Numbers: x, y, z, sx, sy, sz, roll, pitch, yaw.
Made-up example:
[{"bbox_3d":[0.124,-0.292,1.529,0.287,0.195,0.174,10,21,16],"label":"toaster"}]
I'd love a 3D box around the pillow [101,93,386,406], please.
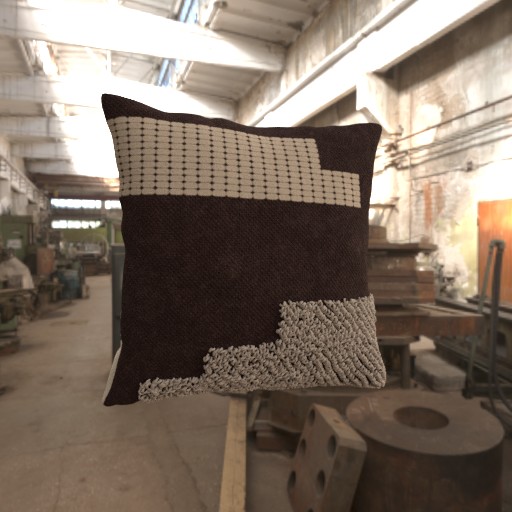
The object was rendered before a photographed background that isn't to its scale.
[{"bbox_3d":[0.000,0.000,0.718,0.475,0.473,0.178,0,1,-17],"label":"pillow"}]
